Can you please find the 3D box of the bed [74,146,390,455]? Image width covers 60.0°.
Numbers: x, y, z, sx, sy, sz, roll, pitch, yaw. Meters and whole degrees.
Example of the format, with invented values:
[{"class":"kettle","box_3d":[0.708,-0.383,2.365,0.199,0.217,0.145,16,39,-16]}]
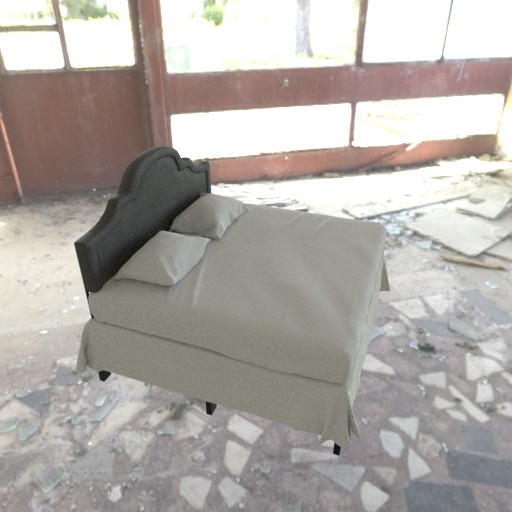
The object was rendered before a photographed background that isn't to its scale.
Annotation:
[{"class":"bed","box_3d":[0.000,0.000,3.758,2.222,1.631,2.303,11,32,18]}]
